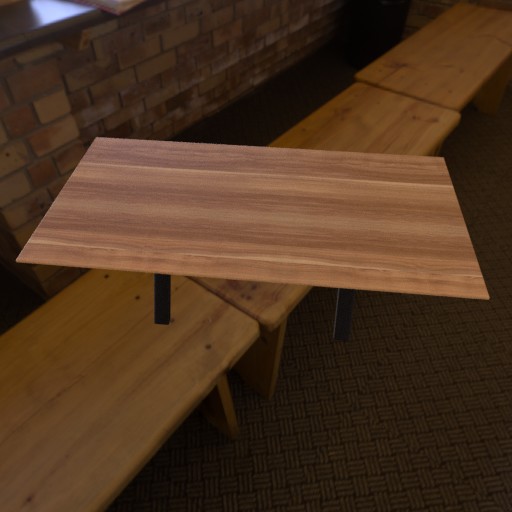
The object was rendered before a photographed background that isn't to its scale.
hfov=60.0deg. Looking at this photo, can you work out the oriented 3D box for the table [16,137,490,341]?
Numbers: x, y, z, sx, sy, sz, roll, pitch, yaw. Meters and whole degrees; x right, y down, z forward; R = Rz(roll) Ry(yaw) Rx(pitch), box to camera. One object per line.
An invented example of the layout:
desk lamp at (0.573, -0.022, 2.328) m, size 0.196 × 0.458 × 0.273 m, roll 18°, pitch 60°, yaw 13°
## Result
table at (0.000, 0.000, 2.480) m, size 2.000 × 0.770 × 1.000 m, roll 4°, pitch 47°, yaw 4°
